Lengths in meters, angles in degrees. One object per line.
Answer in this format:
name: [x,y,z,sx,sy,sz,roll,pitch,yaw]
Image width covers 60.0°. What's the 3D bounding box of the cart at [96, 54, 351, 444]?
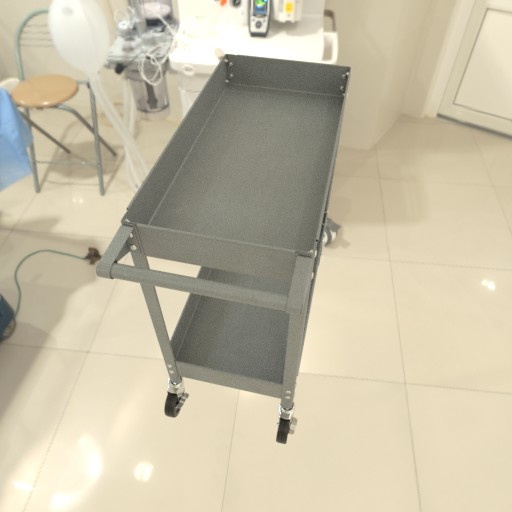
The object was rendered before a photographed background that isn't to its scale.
cart: [0.000,0.000,1.185,0.366,0.719,0.779,10,49,9]
